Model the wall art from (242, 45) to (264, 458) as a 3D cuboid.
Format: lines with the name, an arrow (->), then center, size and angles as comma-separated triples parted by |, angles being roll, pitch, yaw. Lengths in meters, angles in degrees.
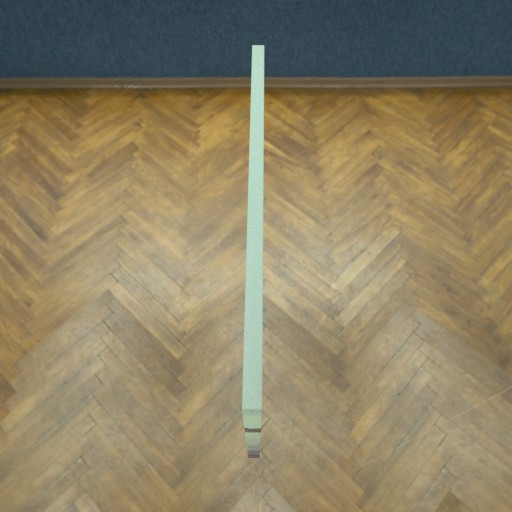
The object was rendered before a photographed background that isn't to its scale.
wall art -> 0.000, 0.000, 1.480 | 0.040, 0.765, 1.149 | 1, 59, 0
